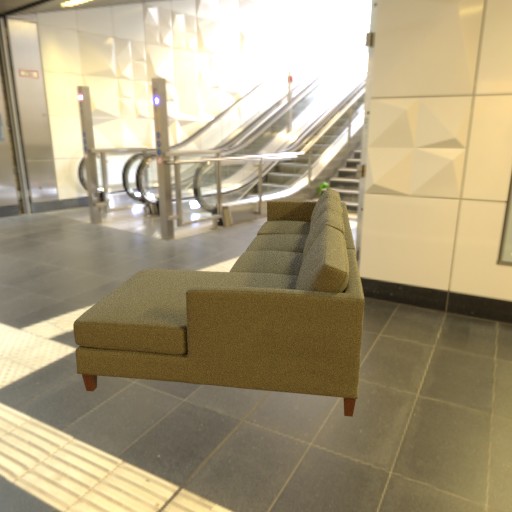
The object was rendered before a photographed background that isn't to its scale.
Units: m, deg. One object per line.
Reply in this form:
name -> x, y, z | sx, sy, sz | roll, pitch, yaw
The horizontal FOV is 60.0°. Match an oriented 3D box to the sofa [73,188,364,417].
sofa -> 0.000, 0.000, 3.876 | 1.625, 0.861, 3.186 | 3, 16, 9
